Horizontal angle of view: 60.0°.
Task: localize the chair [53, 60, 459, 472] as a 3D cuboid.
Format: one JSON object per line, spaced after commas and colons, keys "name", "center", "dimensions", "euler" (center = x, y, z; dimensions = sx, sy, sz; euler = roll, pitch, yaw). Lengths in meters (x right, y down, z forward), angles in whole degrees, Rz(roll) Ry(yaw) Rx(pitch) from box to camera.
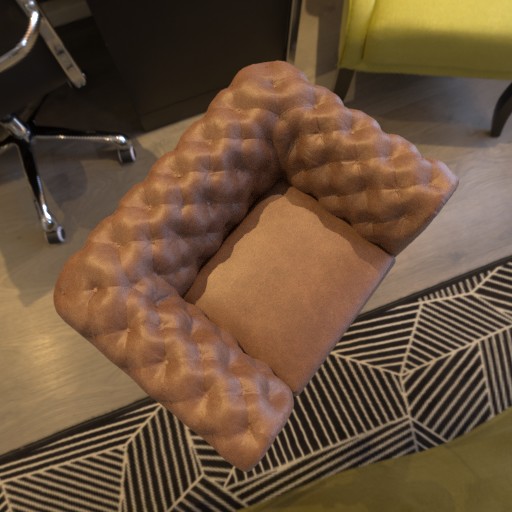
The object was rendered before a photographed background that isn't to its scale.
{"name": "chair", "center": [0.000, 0.000, 1.859], "dimensions": [0.954, 0.784, 1.298], "euler": [37, 79, 9]}
